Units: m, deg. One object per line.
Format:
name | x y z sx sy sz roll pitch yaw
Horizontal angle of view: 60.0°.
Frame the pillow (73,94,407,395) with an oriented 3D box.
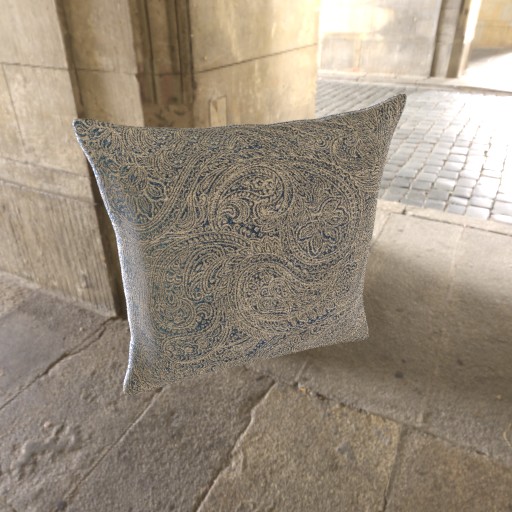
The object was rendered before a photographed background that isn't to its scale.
pillow | 0.000 0.000 0.777 0.523 0.510 0.166 -10 32 -16
